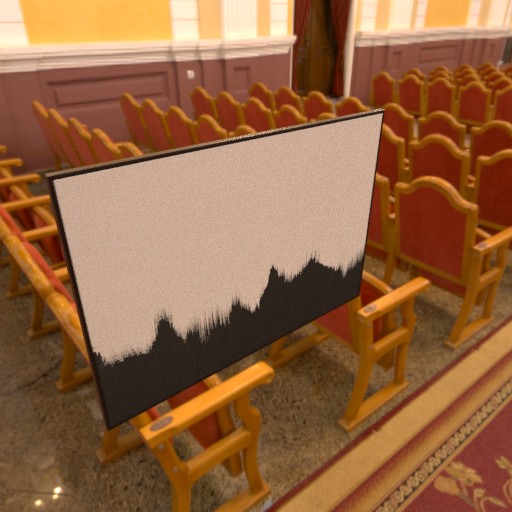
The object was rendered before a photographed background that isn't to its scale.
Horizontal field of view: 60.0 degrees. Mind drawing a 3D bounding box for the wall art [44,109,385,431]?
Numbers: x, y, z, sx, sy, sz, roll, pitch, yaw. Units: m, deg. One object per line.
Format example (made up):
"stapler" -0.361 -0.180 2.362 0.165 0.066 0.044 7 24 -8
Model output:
"wall art" 0.000 0.000 1.210 0.957 0.660 0.019 -21 35 -33
